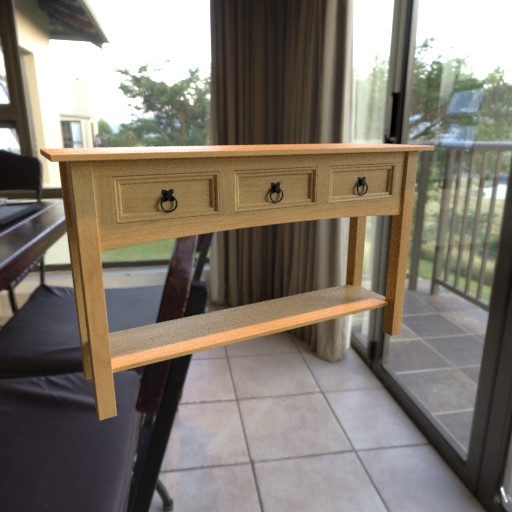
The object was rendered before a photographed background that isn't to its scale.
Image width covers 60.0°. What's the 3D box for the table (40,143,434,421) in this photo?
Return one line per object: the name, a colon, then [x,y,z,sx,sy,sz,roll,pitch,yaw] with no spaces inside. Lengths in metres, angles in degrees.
table: [0.000,0.000,1.525,1.240,0.730,0.350,-9,18,-27]
